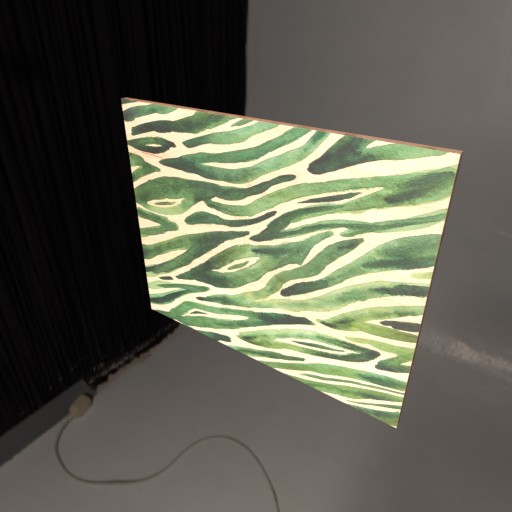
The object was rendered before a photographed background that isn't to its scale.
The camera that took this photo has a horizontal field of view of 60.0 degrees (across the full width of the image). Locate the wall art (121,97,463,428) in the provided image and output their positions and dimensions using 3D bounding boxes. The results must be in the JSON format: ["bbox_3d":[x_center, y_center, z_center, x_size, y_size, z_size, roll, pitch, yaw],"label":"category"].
[{"bbox_3d":[0.000,0.000,0.675,0.508,0.408,0.012,19,35,30],"label":"wall art"}]
